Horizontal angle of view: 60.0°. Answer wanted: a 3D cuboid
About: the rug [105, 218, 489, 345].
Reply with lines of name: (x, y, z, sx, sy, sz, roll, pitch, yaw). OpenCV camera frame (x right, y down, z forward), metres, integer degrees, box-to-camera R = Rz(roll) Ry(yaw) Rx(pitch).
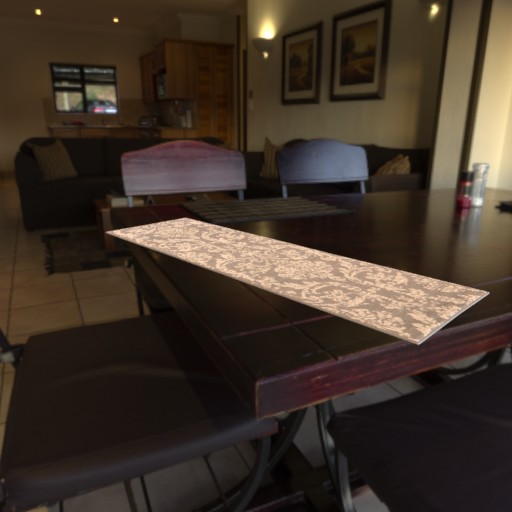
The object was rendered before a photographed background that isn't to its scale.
rug: (0.000, 0.000, 2.434, 0.662, 0.011, 2.196, -16, 23, -42)
